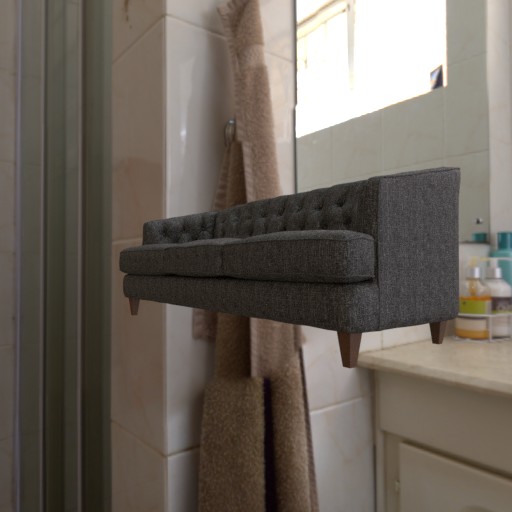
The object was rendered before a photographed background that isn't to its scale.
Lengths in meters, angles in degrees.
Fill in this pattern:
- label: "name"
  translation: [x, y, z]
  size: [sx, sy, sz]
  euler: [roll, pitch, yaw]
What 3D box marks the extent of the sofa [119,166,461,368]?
- label: "sofa"
  translation: [0.000, 0.000, 2.682]
  size: [0.941, 0.855, 2.278]
  euler: [1, -2, -36]
